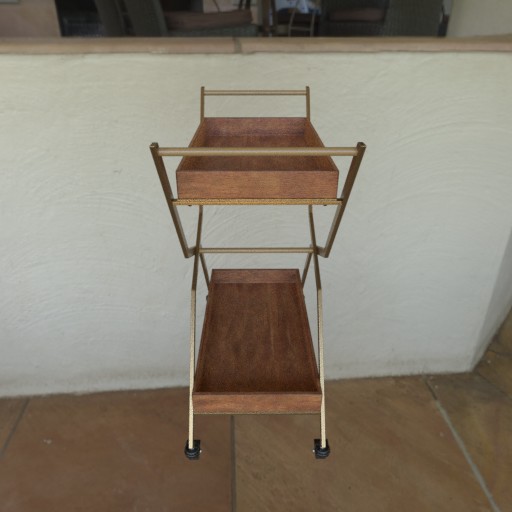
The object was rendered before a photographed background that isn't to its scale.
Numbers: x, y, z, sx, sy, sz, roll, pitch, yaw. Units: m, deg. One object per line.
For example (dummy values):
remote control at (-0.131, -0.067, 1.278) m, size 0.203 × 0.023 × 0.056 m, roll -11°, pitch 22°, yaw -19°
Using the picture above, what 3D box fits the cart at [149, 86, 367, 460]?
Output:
cart at (0.000, 0.000, 1.335) m, size 0.405 × 0.869 × 0.836 m, roll 0°, pitch 28°, yaw 0°
